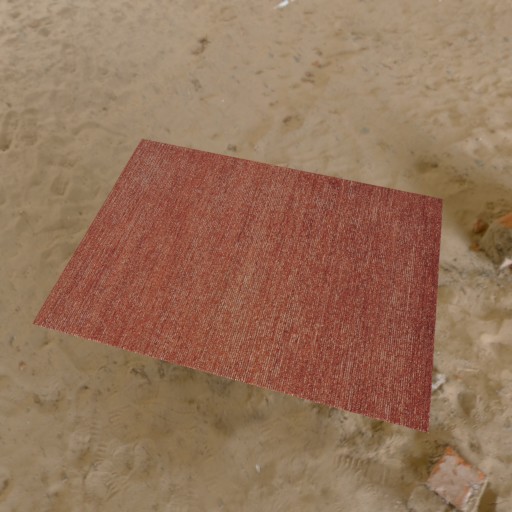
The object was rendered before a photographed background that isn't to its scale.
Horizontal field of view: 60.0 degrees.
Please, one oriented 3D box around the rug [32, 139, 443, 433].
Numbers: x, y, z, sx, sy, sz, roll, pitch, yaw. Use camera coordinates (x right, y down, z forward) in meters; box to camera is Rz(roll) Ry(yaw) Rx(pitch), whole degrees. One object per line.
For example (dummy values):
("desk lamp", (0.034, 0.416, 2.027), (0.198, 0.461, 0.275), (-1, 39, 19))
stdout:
("rug", (0.000, 0.000, 4.962), (3.965, 0.025, 2.803), (13, 58, 8))
